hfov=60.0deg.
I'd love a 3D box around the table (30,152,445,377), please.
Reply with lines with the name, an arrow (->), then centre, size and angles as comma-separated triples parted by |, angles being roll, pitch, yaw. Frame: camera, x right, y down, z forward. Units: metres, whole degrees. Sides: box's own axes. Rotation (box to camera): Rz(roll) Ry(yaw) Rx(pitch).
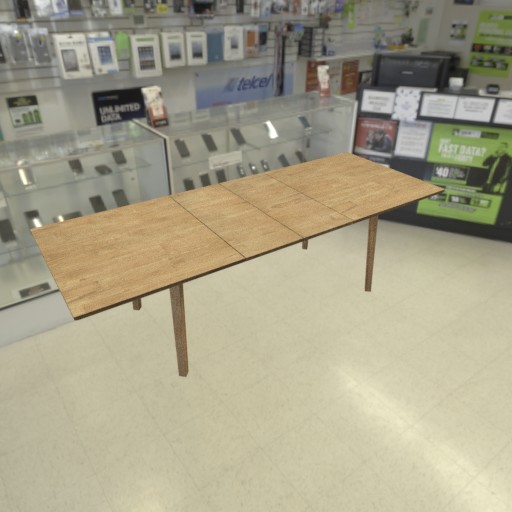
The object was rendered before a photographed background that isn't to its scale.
table -> 0.000, 0.000, 3.124 | 2.603, 0.752, 1.000 | -19, 36, -28
